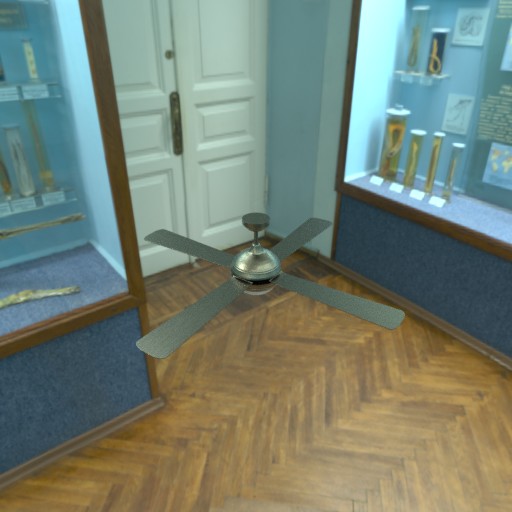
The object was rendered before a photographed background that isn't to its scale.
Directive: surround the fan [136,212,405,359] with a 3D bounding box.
[{"bbox_3d":[0.000,0.000,2.039,1.321,0.381,1.321,-19,34,-30],"label":"fan"}]
